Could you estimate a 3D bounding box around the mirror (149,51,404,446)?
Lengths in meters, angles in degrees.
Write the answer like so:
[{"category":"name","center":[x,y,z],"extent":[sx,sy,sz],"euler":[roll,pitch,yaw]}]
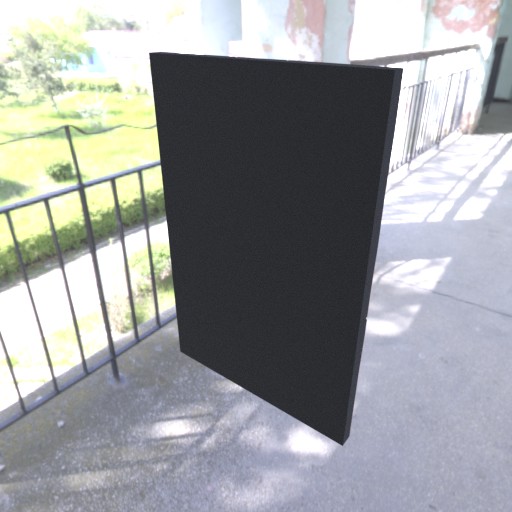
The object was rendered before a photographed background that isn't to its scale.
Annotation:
[{"category":"mirror","center":[0.000,0.000,1.119],"extent":[0.606,0.912,0.044],"euler":[20,35,32]}]
